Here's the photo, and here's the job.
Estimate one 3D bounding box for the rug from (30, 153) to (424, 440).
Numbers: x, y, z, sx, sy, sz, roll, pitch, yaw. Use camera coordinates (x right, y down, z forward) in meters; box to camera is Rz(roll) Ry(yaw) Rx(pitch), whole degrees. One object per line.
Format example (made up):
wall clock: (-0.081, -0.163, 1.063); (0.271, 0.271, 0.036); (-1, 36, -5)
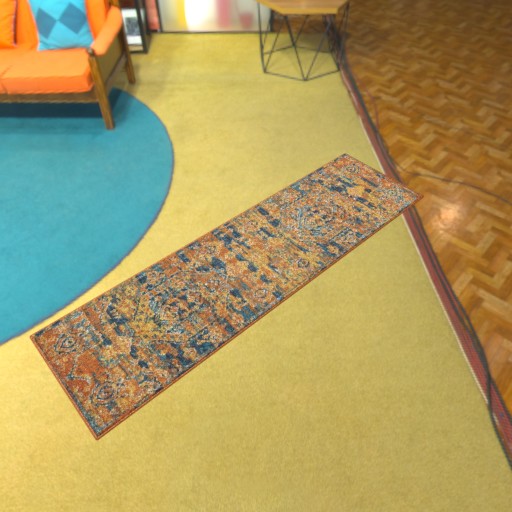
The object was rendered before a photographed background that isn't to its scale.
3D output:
rug: (0.000, 0.000, 2.430); (2.274, 0.016, 0.651); (-33, 55, -28)
